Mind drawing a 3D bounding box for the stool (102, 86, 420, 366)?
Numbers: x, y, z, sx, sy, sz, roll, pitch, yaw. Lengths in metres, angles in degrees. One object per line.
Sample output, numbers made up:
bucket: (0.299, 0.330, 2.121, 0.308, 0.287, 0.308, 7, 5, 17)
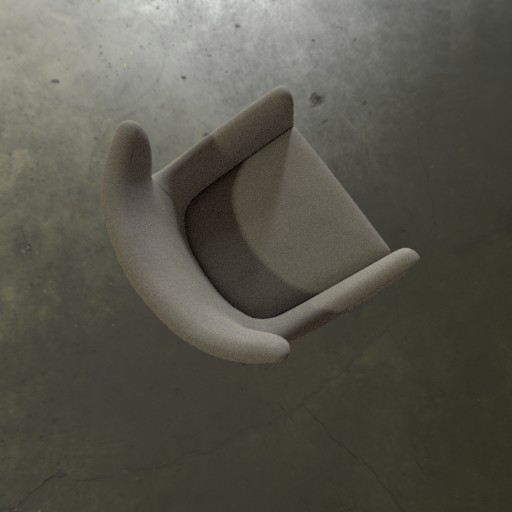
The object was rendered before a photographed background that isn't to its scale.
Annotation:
stool: (0.000, 0.000, 1.299, 0.575, 0.951, 0.575, -33, 78, -8)
